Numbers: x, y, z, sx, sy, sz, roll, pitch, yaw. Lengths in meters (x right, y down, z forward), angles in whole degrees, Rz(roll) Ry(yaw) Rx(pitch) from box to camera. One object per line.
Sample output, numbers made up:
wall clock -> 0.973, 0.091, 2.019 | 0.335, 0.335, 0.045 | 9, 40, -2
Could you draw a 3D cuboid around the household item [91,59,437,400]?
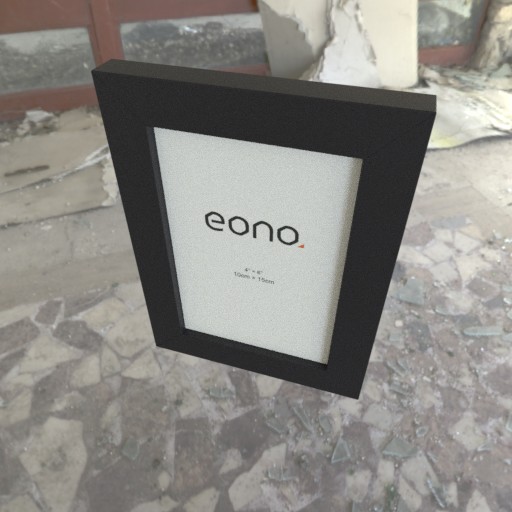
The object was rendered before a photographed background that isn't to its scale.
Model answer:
household item -> 0.000, 0.000, 0.228 | 0.133, 0.178, 0.022 | 12, 42, 13
